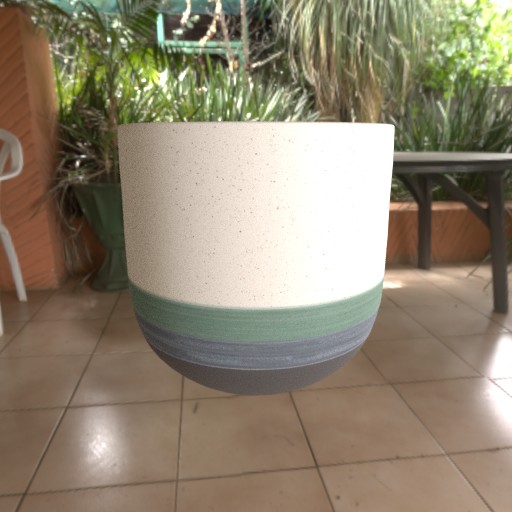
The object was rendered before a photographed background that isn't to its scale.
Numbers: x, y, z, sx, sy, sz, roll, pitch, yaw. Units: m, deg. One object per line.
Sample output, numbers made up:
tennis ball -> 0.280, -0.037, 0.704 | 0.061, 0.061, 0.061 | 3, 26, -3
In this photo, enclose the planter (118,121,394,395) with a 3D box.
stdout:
planter -> 0.000, 0.000, 0.479 | 0.268, 0.270, 0.268 | 0, 15, 0
